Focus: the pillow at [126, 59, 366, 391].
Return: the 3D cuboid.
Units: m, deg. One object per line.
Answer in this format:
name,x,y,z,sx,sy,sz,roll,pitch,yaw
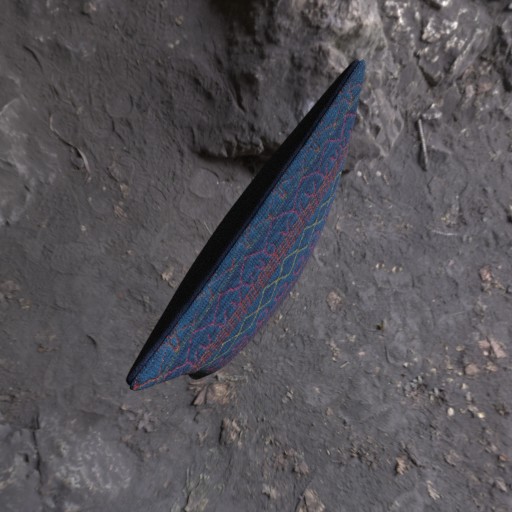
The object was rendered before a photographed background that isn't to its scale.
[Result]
pillow,0.000,0.000,0.656,0.141,0.431,0.431,33,78,8
